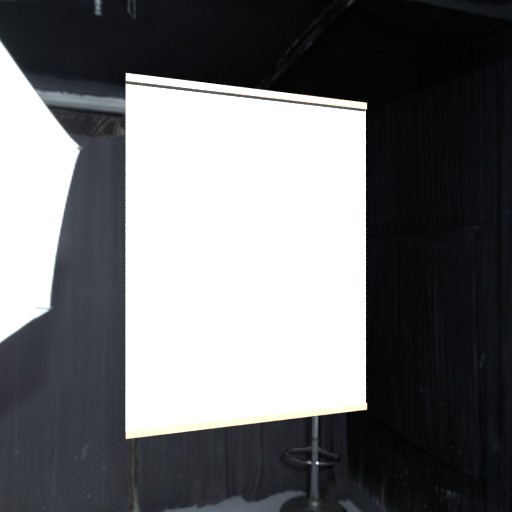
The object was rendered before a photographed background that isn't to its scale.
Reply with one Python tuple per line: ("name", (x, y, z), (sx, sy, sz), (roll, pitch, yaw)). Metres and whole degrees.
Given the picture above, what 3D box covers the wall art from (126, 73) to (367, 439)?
("wall art", (0.000, 0.000, 0.814), (0.459, 0.608, 0.012), (0, 0, -18))
